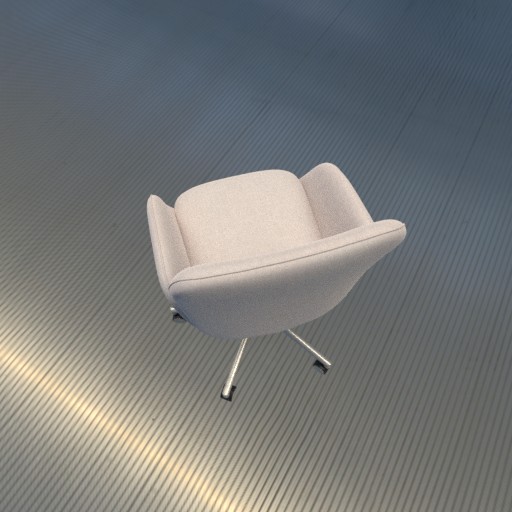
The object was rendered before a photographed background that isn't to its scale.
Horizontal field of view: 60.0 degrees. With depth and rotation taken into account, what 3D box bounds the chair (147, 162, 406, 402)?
[{"bbox_3d":[0.000,0.000,1.374,0.648,0.959,0.633,-14,60,-8],"label":"chair"}]
